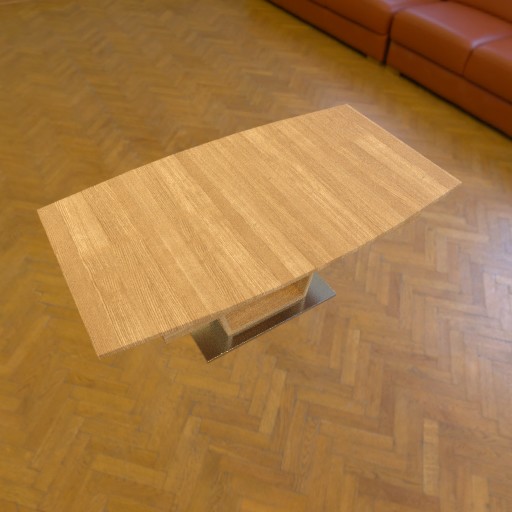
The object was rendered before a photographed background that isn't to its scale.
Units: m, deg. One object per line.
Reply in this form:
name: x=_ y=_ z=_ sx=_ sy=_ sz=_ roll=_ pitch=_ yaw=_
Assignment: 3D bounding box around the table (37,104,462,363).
table: x=0.000 y=0.000 z=2.118 sx=1.598 sy=0.748 sz=0.900 roll=-24 pitch=52 yaw=-21
